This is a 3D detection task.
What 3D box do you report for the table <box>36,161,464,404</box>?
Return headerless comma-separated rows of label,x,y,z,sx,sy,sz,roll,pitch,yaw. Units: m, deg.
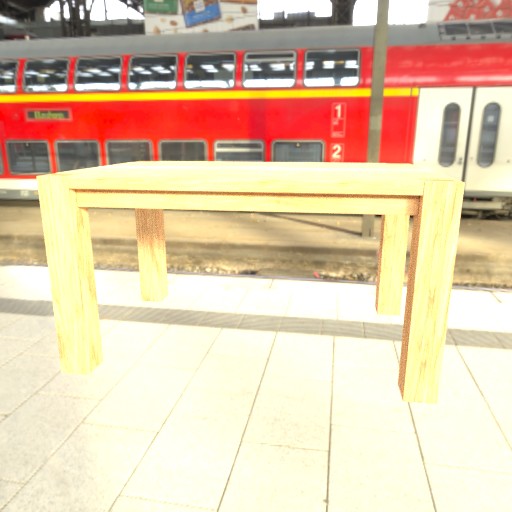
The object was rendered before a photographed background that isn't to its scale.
table,0.000,0.000,1.956,1.400,0.760,0.900,2,15,8
